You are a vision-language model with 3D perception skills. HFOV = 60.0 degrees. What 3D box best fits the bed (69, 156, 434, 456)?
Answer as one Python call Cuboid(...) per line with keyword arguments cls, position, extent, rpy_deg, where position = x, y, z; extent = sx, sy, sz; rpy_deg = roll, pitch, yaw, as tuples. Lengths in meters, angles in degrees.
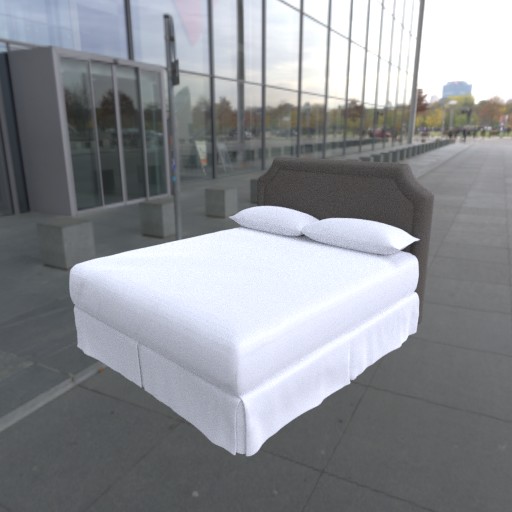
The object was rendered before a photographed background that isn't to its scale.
Cuboid(cls="bed", position=(0.000, 0.000, 3.943), extent=(2.194, 1.561, 2.536), rpy_deg=(14, 21, 41))
